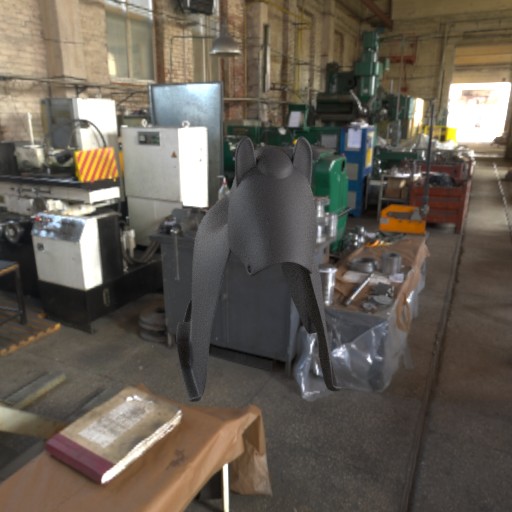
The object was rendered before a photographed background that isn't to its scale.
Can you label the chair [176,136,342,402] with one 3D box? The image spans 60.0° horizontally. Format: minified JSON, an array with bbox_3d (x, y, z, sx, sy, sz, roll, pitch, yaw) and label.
[{"bbox_3d":[0.000,0.000,1.141,0.429,0.612,0.800,-2,17,-7],"label":"chair"}]
